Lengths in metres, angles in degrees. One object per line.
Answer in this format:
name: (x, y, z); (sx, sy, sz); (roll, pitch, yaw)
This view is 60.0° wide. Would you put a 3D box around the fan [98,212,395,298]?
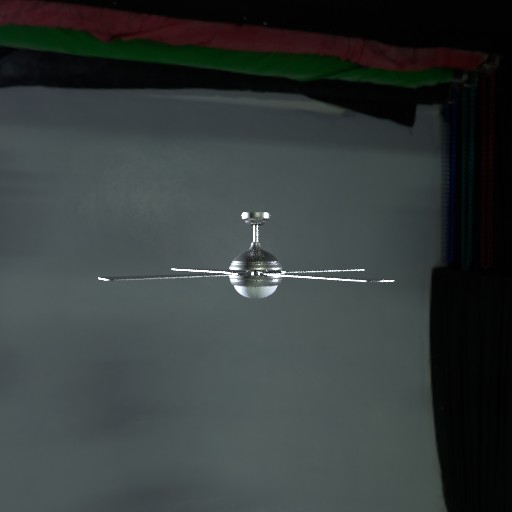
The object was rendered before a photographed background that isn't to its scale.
fan: (0.000, 0.000, 1.990); (1.321, 0.381, 1.321); (0, 1, -17)
